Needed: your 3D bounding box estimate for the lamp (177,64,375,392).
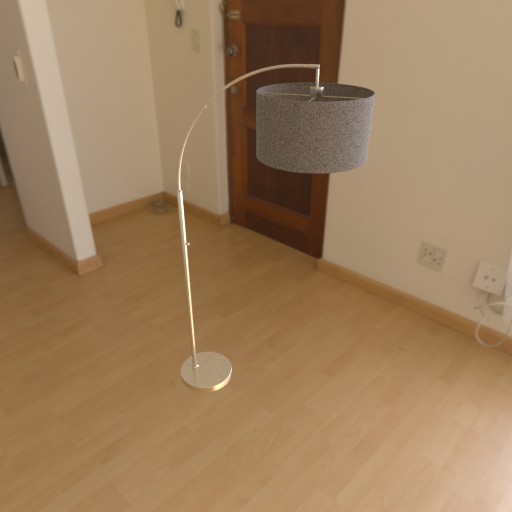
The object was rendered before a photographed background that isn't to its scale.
[{"bbox_3d":[0.000,0.000,2.156,0.934,1.735,0.452,10,31,16],"label":"lamp"}]
